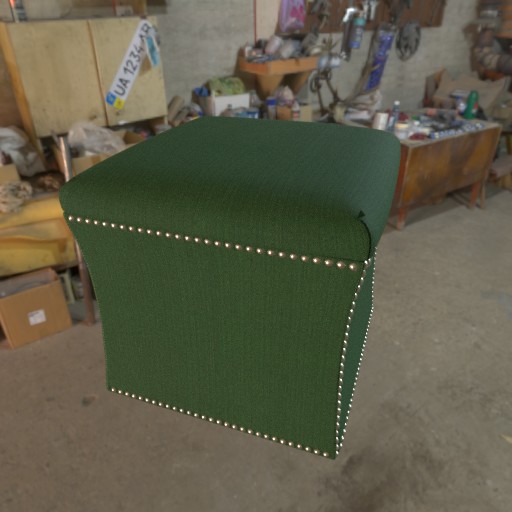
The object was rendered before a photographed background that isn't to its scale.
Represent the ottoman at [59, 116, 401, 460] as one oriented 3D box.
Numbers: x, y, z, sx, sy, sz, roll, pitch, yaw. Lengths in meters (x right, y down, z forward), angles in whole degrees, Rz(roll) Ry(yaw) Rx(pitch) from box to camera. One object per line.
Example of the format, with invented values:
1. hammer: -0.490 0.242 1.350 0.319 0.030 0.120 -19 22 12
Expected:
1. ottoman: 0.000 0.000 0.901 0.497 0.475 0.507 10 31 17
